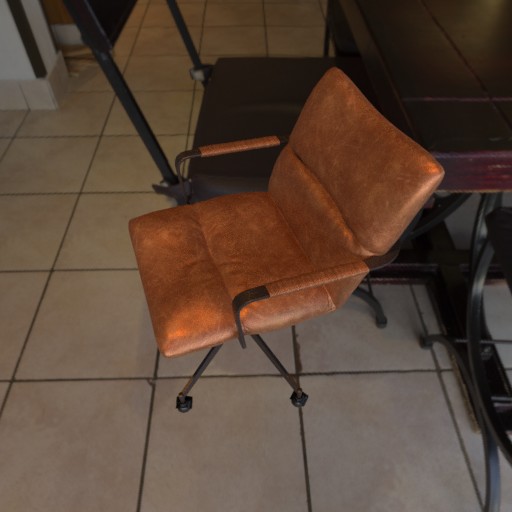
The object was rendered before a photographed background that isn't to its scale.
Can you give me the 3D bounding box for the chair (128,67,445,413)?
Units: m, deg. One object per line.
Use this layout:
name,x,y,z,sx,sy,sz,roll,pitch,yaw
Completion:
chair,0.000,0.000,1.446,0.754,0.922,0.727,-15,50,-13
